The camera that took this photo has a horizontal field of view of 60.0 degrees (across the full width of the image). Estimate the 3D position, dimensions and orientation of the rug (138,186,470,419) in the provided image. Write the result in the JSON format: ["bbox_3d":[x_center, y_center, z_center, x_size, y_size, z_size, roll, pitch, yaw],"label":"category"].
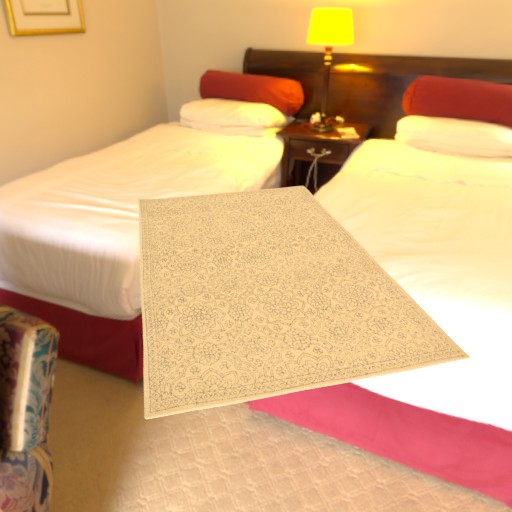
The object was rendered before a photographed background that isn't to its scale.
[{"bbox_3d":[0.000,0.000,2.978,1.518,0.023,2.434,-7,30,-12],"label":"rug"}]
